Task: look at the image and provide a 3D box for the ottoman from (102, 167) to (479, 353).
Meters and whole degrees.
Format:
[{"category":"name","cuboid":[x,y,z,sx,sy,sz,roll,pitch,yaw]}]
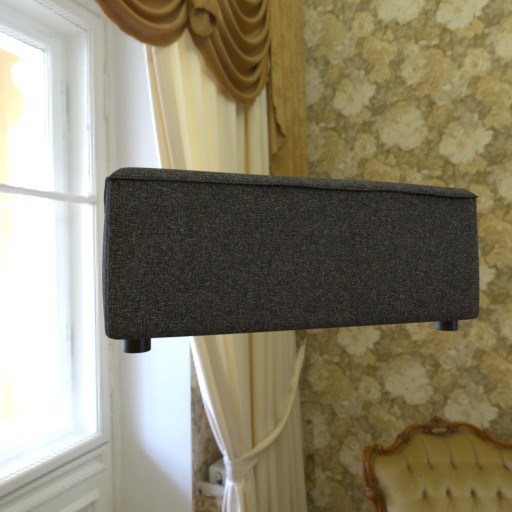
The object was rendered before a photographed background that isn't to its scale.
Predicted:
[{"category":"ottoman","cuboid":[0.000,0.000,1.545,1.017,0.423,1.021,0,0,-18]}]
